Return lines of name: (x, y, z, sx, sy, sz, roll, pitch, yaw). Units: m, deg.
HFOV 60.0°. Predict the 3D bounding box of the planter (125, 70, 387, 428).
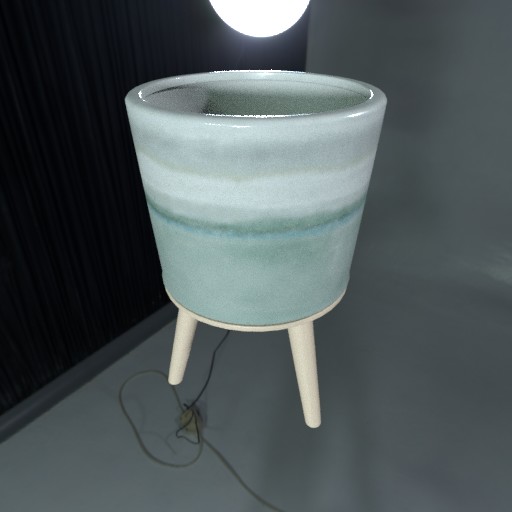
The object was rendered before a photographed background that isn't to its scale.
planter: (0.000, 0.000, 0.563, 0.265, 0.404, 0.265, 19, 36, 29)
